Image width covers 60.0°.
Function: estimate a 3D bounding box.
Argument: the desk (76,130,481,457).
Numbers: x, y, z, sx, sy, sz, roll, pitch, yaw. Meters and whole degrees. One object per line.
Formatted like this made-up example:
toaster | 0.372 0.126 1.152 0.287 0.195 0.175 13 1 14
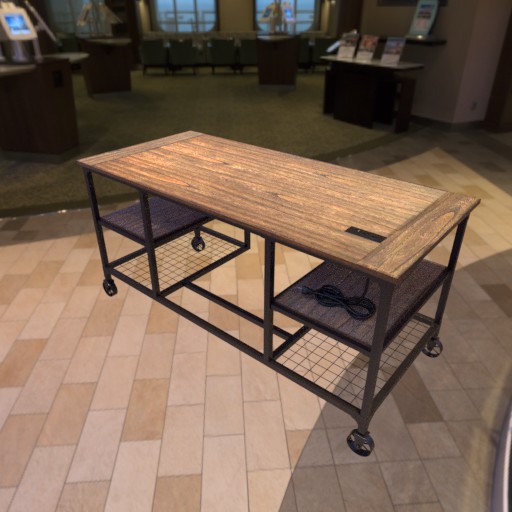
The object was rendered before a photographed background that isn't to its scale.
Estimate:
desk | 0.000 0.000 2.012 1.590 0.751 0.711 23 37 34
